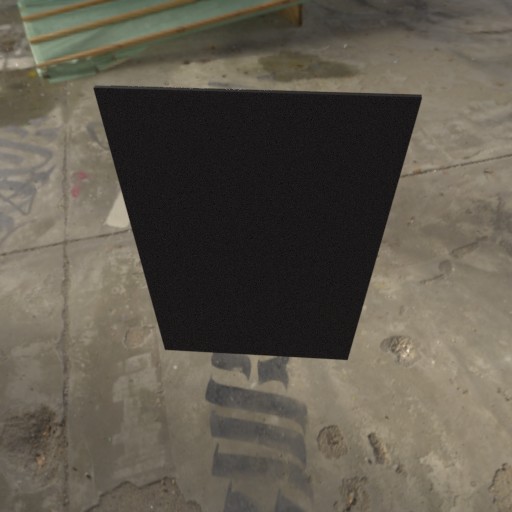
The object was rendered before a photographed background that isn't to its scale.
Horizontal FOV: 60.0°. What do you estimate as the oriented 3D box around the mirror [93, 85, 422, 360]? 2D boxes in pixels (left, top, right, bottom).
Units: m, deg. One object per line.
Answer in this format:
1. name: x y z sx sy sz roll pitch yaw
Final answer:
1. mirror: 0.000 0.000 1.164 0.613 0.914 0.039 3 46 3
